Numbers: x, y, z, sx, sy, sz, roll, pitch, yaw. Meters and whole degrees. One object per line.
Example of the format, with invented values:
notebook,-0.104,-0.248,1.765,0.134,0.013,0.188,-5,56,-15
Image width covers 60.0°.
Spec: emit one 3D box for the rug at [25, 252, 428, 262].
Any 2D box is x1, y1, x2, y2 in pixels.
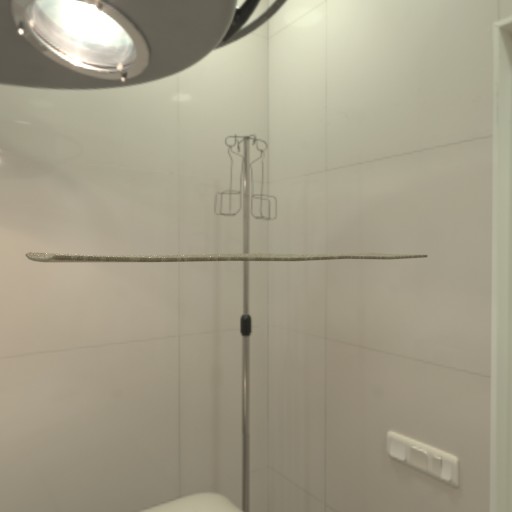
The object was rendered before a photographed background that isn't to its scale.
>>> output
rug,0.000,0.000,2.733,2.452,0.051,0.752,-1,1,-35
